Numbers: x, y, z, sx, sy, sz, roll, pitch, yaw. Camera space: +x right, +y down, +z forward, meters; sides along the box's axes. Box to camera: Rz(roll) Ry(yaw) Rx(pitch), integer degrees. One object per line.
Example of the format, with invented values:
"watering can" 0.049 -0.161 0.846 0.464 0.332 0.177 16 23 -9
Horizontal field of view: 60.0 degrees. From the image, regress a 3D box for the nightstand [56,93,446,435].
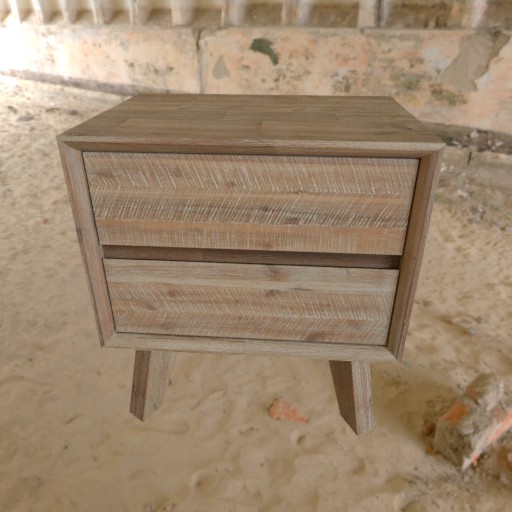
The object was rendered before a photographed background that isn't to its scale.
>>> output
"nightstand" 0.000 0.000 0.938 0.552 0.589 0.396 2 29 4
